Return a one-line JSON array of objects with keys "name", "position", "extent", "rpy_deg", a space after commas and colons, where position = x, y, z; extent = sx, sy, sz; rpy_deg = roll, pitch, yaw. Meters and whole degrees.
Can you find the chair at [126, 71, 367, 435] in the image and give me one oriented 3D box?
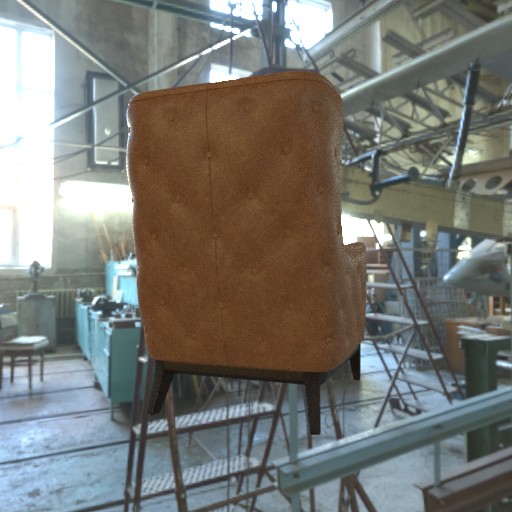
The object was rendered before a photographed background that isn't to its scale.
[{"name": "chair", "position": [0.000, 0.000, 1.693], "extent": [0.766, 1.079, 0.899], "rpy_deg": [0, -1, 19]}]
